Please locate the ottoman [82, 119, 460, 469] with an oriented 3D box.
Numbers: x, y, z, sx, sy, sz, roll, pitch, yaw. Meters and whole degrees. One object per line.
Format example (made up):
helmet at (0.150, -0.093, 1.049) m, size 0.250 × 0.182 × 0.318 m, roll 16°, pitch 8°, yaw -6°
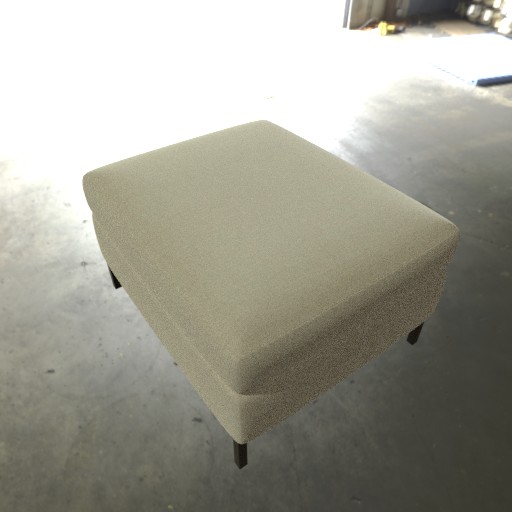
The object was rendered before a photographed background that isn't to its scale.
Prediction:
ottoman at (0.000, 0.000, 1.225) m, size 0.657 × 0.453 × 0.794 m, roll -25°, pitch 46°, yaw -27°
